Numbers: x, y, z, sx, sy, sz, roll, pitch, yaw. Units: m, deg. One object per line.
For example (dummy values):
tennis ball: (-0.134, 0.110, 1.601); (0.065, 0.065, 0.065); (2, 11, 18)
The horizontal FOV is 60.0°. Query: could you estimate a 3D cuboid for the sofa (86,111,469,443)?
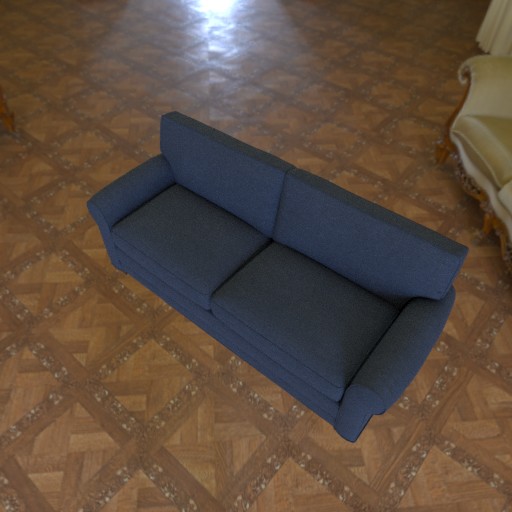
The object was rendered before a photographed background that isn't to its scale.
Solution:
sofa: (0.000, 0.000, 2.911); (2.391, 1.026, 0.954); (31, 54, 25)
